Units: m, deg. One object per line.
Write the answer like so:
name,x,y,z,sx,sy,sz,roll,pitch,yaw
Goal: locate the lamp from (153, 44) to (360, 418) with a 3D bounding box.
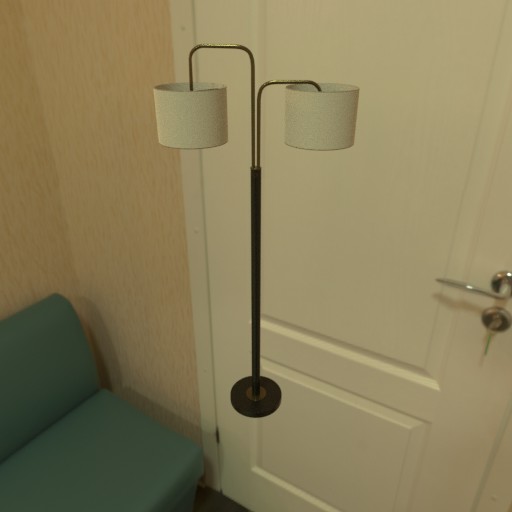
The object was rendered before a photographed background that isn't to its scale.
lamp,0.000,0.000,1.840,0.711,1.587,0.254,1,27,2
